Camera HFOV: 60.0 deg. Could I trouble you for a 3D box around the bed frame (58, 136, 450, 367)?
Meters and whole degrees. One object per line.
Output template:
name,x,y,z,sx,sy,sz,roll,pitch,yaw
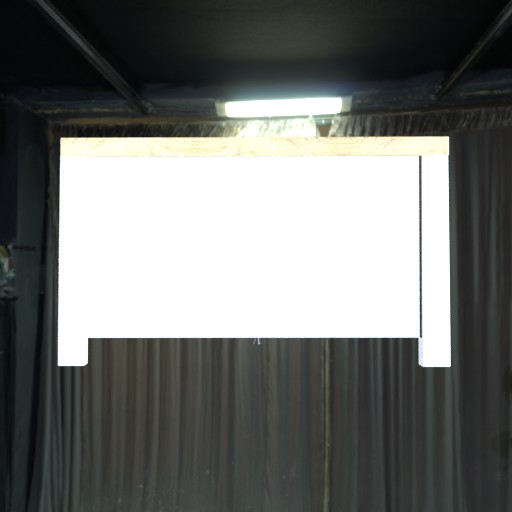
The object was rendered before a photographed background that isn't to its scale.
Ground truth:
bed frame,0.000,0.000,2.915,1.670,0.980,2.050,0,-1,1
